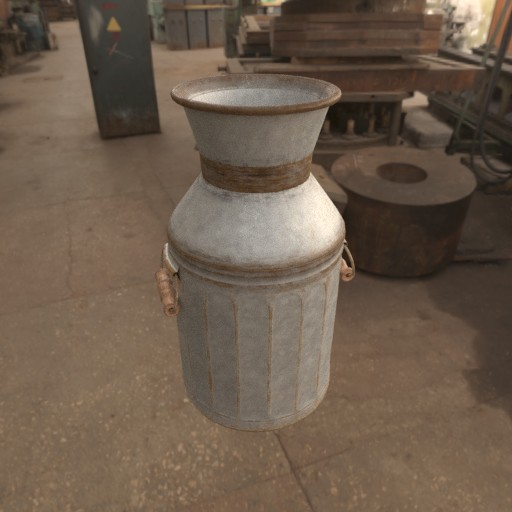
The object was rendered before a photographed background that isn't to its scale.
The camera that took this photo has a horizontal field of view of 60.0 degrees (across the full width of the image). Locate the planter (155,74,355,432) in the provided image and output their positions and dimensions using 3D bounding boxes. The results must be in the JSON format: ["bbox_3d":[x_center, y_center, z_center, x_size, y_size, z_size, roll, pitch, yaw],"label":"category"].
[{"bbox_3d":[0.000,0.000,0.549,0.245,0.396,0.214,-10,33,-16],"label":"planter"}]
